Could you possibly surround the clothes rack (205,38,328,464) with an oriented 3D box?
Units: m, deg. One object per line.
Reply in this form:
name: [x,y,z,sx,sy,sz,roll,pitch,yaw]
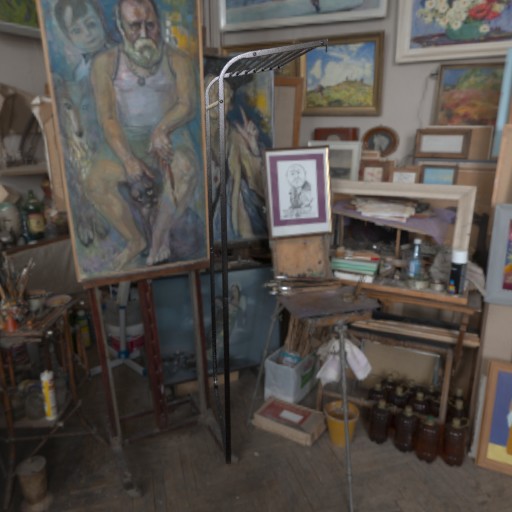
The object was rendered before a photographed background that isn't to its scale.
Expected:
clothes rack: [0.000,0.000,1.863,0.349,1.574,0.609,-3,17,-10]
